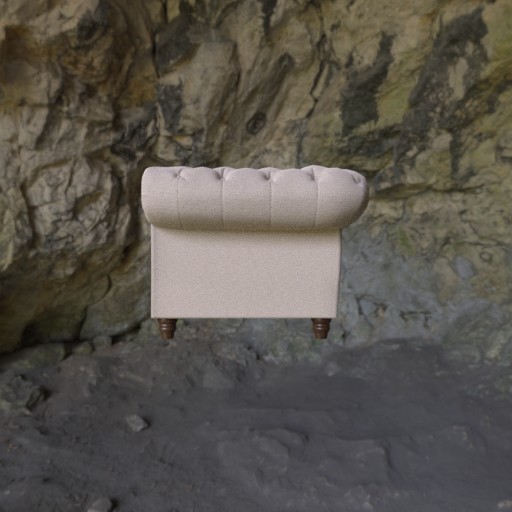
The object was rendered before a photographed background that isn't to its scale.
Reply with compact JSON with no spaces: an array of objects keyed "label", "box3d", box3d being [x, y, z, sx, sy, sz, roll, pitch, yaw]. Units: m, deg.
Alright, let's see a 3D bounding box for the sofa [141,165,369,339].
[{"label":"sofa","box3d":[0.000,0.000,3.260,1.076,0.847,2.694,0,-1,0]}]
